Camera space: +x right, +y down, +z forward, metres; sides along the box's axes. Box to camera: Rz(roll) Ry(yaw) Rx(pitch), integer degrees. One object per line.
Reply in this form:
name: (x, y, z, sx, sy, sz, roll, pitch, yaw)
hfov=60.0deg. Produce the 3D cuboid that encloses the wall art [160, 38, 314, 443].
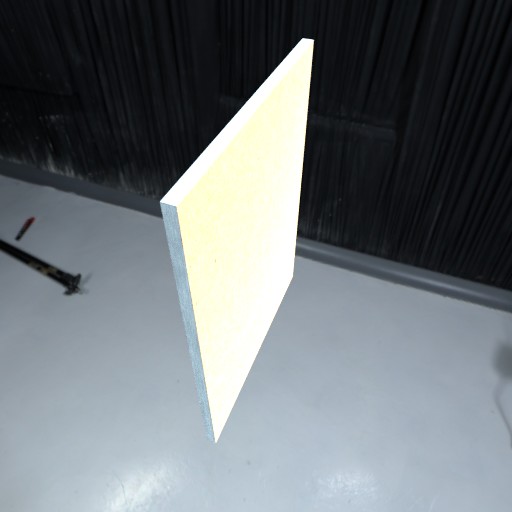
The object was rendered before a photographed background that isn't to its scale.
wall art: (0.000, 0.000, 0.829, 0.020, 0.613, 0.481, 16, 48, 15)
